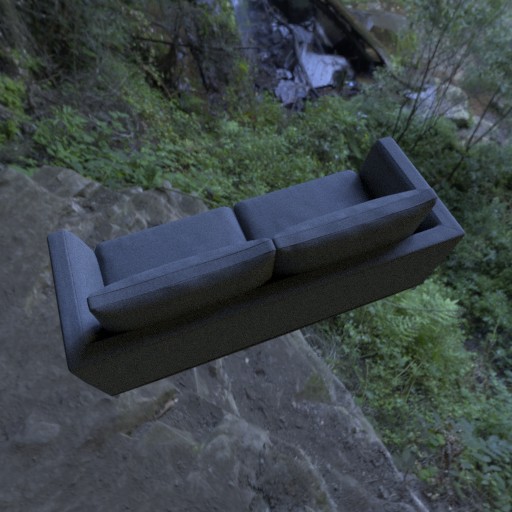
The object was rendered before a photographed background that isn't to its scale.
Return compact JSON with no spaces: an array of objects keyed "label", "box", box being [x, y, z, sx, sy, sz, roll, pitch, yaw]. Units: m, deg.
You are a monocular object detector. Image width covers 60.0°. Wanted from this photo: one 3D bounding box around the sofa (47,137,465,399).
[{"label":"sofa","box":[0.000,0.000,2.692,2.212,1.002,0.869,-18,59,-11]}]
